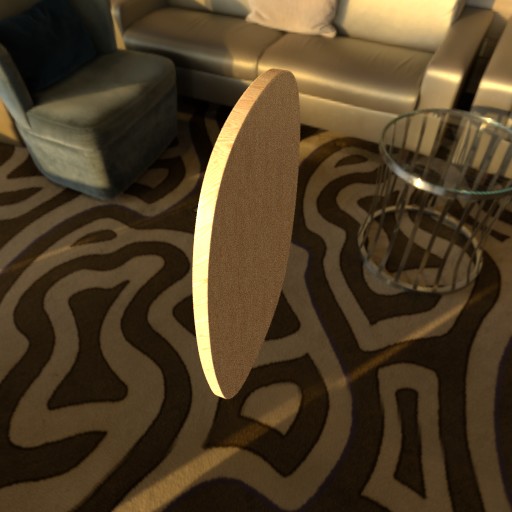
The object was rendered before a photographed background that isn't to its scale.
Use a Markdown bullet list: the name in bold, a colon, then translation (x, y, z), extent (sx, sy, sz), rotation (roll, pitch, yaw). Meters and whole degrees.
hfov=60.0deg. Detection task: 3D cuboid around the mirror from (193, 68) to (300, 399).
- **mirror**: translation (0.000, 0.000, 1.358), extent (0.037, 1.075, 0.724), rotation (16, 49, 14)
